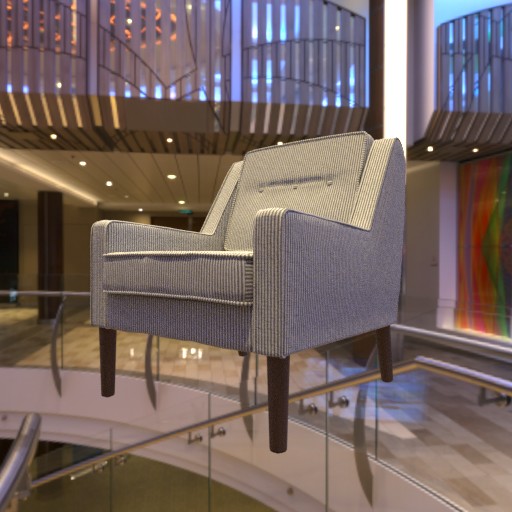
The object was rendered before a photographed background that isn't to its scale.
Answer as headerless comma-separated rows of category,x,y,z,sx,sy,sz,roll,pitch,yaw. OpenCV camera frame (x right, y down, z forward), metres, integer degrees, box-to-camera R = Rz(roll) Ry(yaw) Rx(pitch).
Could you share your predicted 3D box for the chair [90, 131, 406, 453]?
chair,0.000,0.000,1.325,0.663,0.792,0.743,0,0,37
